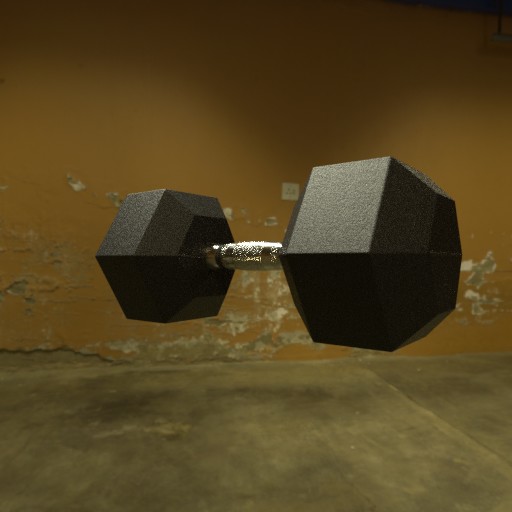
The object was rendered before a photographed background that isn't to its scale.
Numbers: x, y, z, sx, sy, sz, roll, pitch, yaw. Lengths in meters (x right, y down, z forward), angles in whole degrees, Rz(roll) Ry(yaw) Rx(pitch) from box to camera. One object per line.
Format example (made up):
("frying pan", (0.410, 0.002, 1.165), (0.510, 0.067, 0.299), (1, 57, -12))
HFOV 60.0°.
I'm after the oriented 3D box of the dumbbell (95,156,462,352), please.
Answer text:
("dumbbell", (0.000, 0.000, 0.470), (0.384, 0.150, 0.173), (-1, -1, 37))
